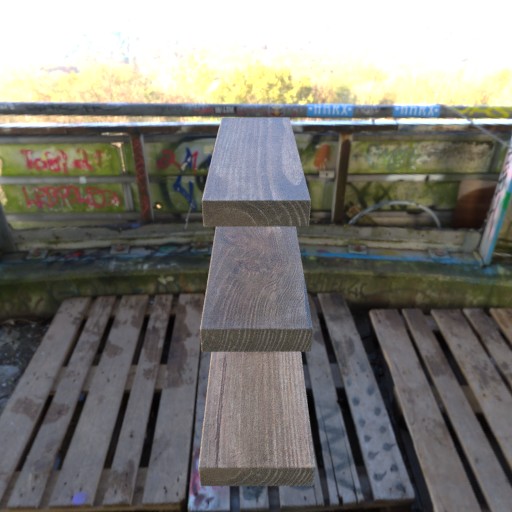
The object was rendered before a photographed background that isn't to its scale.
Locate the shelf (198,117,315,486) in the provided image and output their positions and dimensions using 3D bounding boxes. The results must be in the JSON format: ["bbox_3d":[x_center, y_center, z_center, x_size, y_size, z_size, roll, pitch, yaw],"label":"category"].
[{"bbox_3d":[0.000,0.000,0.730,0.140,0.293,0.610,0,32,0],"label":"shelf"}]
